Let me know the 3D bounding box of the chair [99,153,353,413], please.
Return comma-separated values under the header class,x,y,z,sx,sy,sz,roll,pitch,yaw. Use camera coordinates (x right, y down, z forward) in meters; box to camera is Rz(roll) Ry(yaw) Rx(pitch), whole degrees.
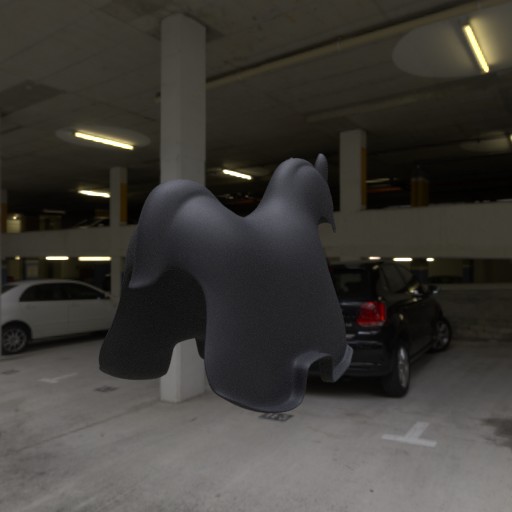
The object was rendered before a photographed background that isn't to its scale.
class,x,y,z,sx,sy,sz,roll,pitch,yaw
chair,0.000,0.000,1.137,0.429,0.612,0.800,0,0,35
